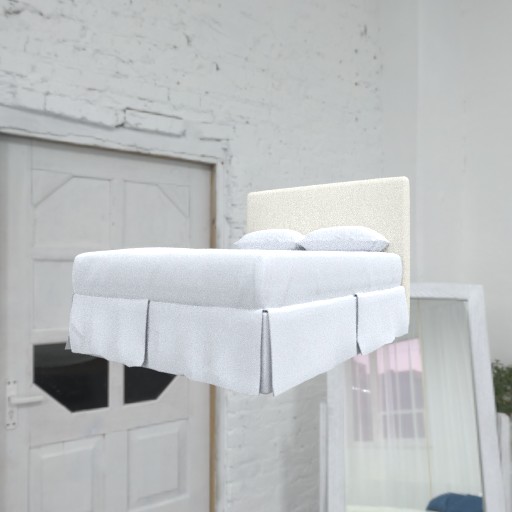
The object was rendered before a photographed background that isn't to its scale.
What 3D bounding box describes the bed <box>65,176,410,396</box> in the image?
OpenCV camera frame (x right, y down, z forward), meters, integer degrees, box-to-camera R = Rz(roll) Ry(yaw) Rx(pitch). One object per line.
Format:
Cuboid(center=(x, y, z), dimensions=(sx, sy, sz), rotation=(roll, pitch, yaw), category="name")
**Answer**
Cuboid(center=(0.000, 0.000, 3.328), dimensions=(1.713, 1.330, 2.142), rotation=(0, 0, 36), category="bed")
